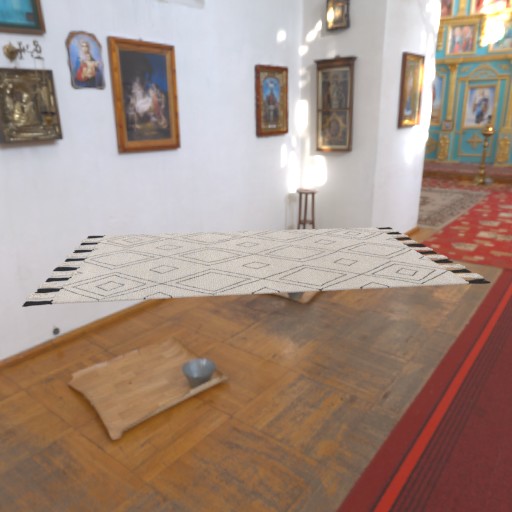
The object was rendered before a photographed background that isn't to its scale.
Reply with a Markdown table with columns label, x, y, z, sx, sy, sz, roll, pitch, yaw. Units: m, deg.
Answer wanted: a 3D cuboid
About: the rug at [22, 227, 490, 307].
| label | x | y | z | sx | sy | sz | roll | pitch | yaw |
| --- | --- | --- | --- | --- | --- | --- | --- | --- | --- |
| rug | 0.000 | 0.000 | 3.250 | 2.755 | 0.021 | 1.524 | -2 | 17 | -7 |
